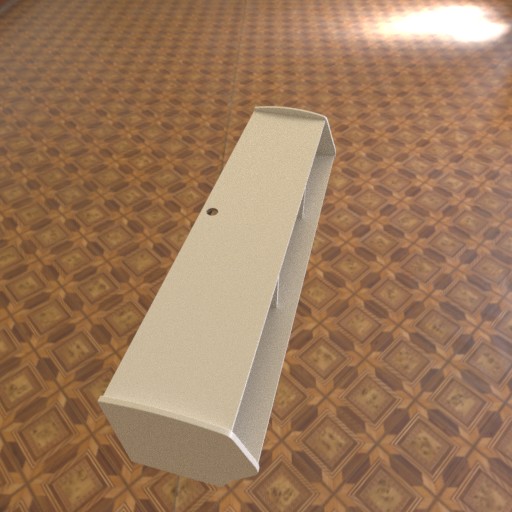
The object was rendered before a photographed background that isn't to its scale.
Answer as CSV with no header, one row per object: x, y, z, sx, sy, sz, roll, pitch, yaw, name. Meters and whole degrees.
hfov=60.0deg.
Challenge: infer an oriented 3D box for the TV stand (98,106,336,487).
0.000,0.000,1.652,0.397,0.424,1.473,11,47,10,TV stand
